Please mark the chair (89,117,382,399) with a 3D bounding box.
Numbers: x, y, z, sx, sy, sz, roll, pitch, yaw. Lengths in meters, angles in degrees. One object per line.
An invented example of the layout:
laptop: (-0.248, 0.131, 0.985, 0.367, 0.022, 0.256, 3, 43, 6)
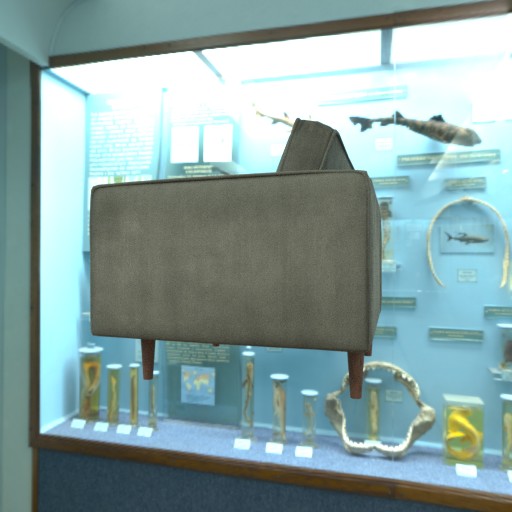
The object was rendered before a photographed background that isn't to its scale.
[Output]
chair: (0.000, 0.000, 1.579, 0.843, 0.773, 0.928, 0, -1, 17)
